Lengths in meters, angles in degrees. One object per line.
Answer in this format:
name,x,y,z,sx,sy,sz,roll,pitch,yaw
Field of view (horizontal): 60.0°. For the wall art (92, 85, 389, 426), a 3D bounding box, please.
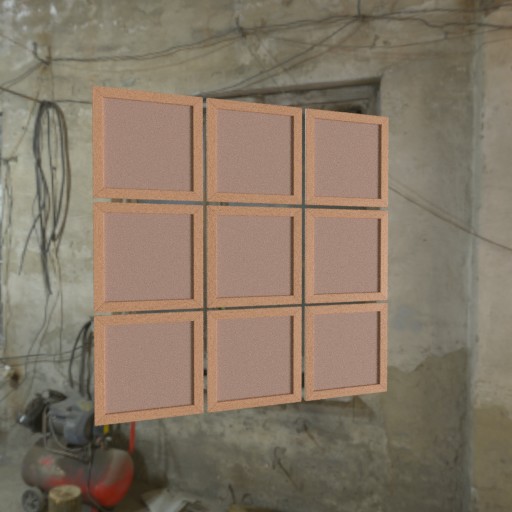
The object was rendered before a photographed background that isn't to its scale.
wall art,0.000,0.000,2.205,1.519,1.507,0.014,0,1,-18
